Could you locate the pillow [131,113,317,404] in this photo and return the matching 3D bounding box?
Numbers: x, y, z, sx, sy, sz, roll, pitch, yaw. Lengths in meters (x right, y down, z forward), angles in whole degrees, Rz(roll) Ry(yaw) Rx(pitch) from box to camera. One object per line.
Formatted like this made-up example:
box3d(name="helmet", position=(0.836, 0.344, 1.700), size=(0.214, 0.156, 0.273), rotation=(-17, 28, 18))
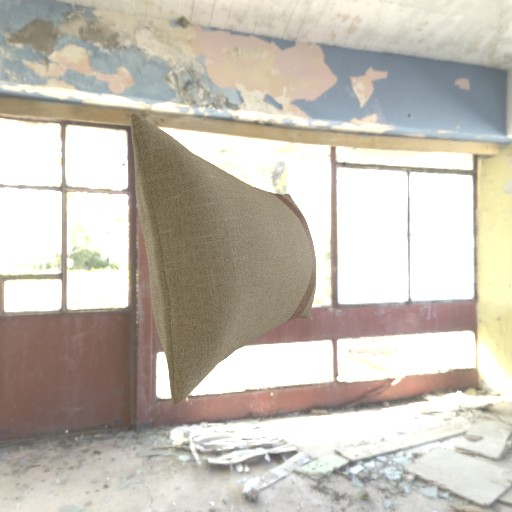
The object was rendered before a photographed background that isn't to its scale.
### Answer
box3d(name="pillow", position=(0.000, 0.000, 0.717), size=(0.155, 0.282, 0.612), rotation=(0, 0, 19))
